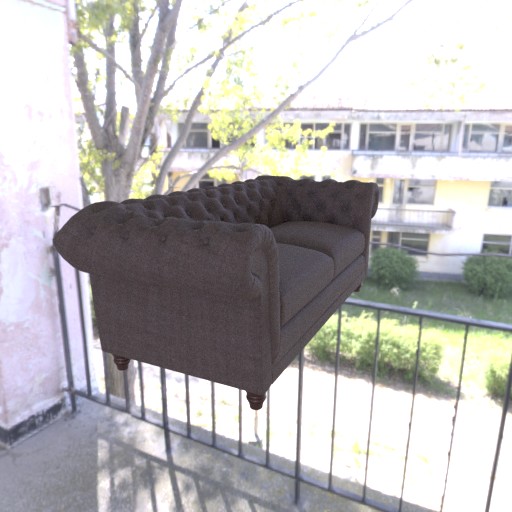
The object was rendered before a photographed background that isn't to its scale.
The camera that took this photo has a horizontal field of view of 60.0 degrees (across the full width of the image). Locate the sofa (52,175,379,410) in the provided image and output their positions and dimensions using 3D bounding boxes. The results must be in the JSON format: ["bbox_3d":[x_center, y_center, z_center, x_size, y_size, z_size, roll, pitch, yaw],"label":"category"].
[{"bbox_3d":[0.000,0.000,2.519,0.944,0.780,2.048,7,16,26],"label":"sofa"}]
